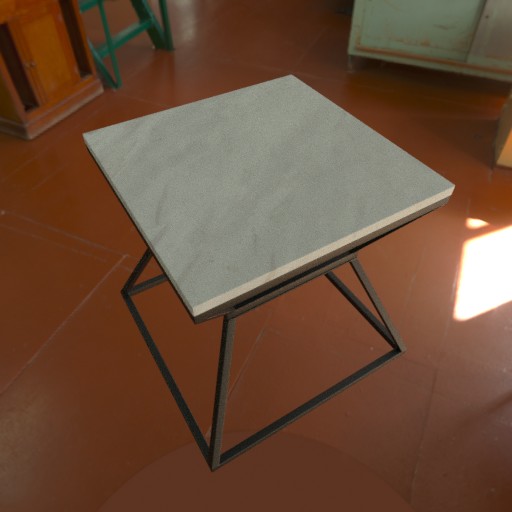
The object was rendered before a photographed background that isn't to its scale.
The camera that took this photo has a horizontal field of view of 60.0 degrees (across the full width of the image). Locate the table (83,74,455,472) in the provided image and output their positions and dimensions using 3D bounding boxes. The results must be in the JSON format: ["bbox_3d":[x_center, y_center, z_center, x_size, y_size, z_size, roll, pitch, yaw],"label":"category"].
[{"bbox_3d":[0.000,0.000,0.822,0.455,0.431,0.455,-24,51,-21],"label":"table"}]
